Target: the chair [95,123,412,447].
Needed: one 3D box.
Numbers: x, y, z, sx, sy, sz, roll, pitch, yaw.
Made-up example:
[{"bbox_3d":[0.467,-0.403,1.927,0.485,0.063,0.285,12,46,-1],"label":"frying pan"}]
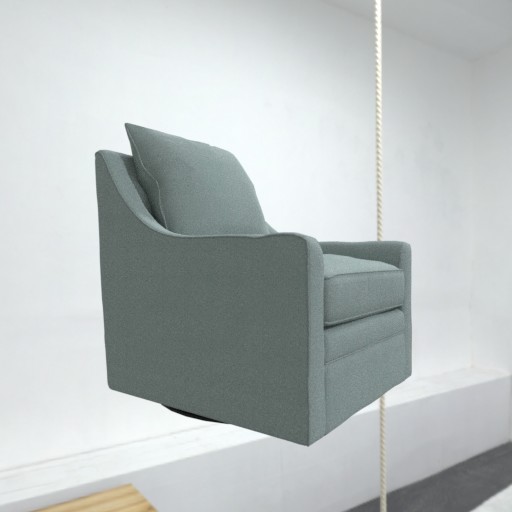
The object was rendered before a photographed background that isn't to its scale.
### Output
[{"bbox_3d":[0.000,0.000,1.561,0.870,0.926,0.760,0,0,36],"label":"chair"}]
